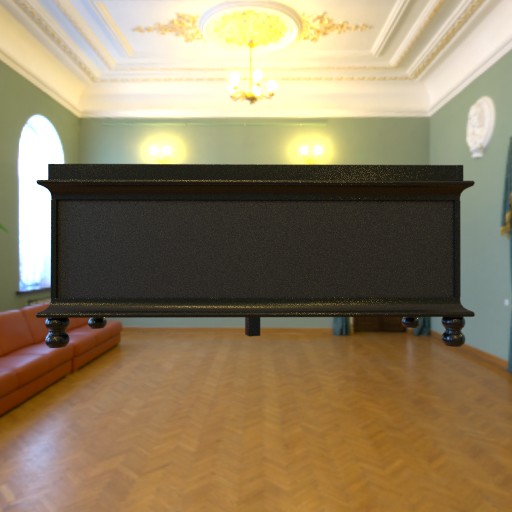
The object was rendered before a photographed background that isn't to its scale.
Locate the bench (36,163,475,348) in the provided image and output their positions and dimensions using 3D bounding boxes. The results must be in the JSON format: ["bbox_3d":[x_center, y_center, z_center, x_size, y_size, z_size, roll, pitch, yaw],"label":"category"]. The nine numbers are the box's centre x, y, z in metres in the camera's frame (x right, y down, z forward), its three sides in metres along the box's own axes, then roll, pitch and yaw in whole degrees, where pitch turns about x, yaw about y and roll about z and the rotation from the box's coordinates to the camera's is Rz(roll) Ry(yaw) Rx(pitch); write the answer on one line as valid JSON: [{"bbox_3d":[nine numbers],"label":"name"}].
[{"bbox_3d":[0.000,0.000,1.396,1.185,0.501,0.402,0,0,-1],"label":"bench"}]
